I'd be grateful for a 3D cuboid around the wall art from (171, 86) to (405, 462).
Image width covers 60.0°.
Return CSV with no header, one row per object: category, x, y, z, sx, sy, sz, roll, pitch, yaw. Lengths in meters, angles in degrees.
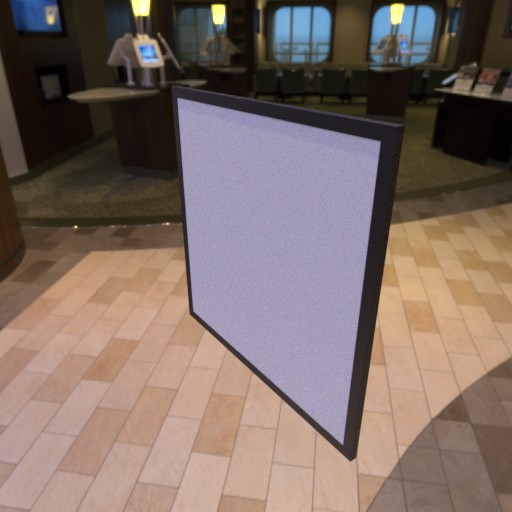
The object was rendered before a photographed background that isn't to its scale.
wall art,0.000,0.000,1.209,0.022,0.807,0.807,-18,32,-32
